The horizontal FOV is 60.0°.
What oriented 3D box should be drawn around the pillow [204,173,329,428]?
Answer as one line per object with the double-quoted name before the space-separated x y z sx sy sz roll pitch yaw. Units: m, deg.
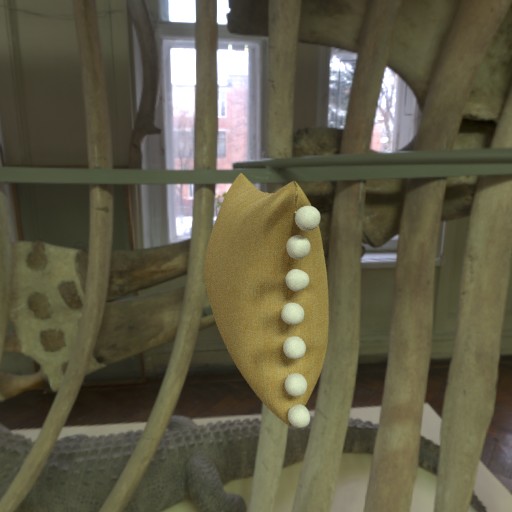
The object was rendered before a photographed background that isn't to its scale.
"pillow" 0.000 0.000 0.860 0.201 0.322 0.709 -2 13 -7
